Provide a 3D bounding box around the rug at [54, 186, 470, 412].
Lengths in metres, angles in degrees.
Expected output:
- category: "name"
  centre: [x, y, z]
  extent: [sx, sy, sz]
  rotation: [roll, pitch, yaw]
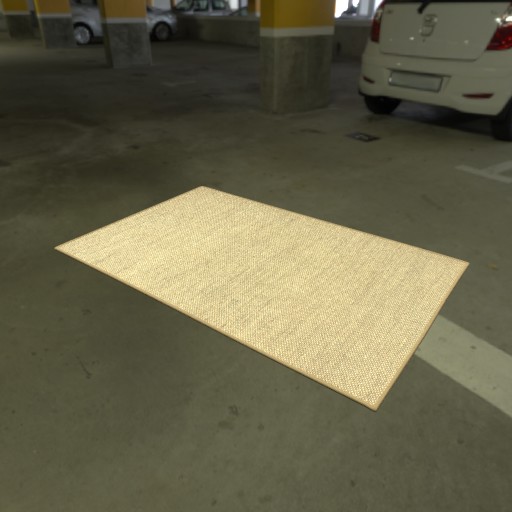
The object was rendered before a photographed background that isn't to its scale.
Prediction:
- category: "rug"
  centre: [0.000, 0.000, 2.093]
  extent: [1.667, 0.013, 1.062]
  rotation: [20, 35, 31]
